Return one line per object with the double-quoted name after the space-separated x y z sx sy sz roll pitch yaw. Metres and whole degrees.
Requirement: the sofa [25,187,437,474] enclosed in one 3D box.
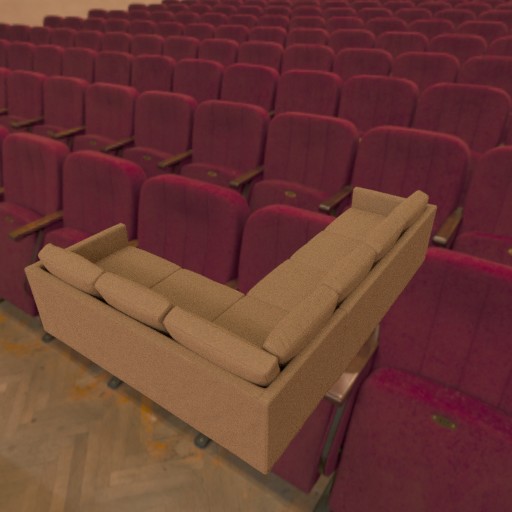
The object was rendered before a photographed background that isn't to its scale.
0.000 0.000 4.264 2.432 0.871 3.182 20 37 29 "sofa"
